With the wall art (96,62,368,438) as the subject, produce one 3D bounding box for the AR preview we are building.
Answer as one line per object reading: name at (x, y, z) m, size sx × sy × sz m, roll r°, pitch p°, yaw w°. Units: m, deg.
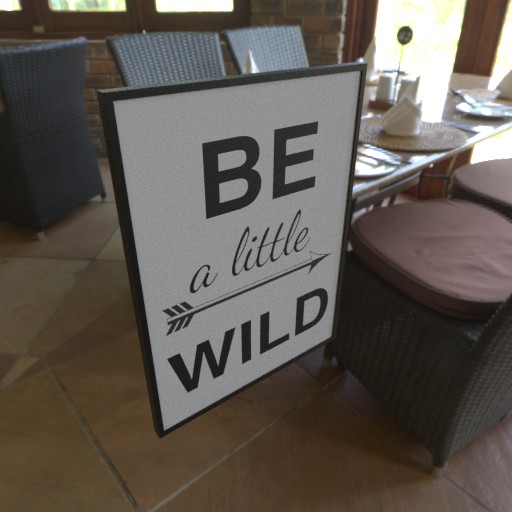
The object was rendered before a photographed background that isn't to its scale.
wall art at (0.000, 0.000, 1.387) m, size 0.806 × 1.062 × 0.038 m, roll -21°, pitch 36°, yaw -32°
